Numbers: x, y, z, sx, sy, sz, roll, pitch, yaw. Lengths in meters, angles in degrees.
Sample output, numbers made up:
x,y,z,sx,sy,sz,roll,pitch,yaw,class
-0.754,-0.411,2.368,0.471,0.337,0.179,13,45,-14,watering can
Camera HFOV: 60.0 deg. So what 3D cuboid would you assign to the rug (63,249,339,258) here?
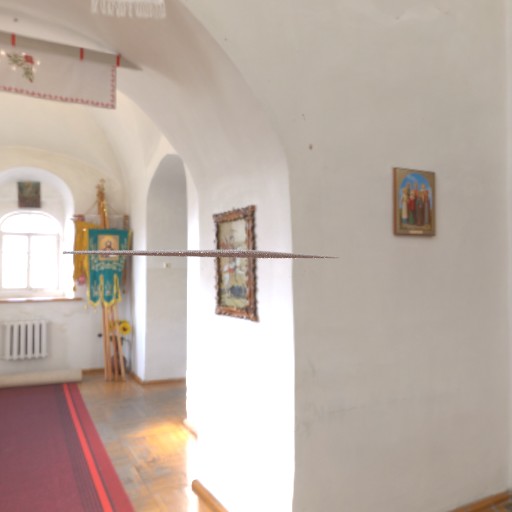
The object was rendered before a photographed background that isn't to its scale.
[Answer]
x,y,z,sx,sy,sz,roll,pitch,yaw,class
0.000,0.000,2.489,0.666,0.011,2.294,0,-1,17,rug
